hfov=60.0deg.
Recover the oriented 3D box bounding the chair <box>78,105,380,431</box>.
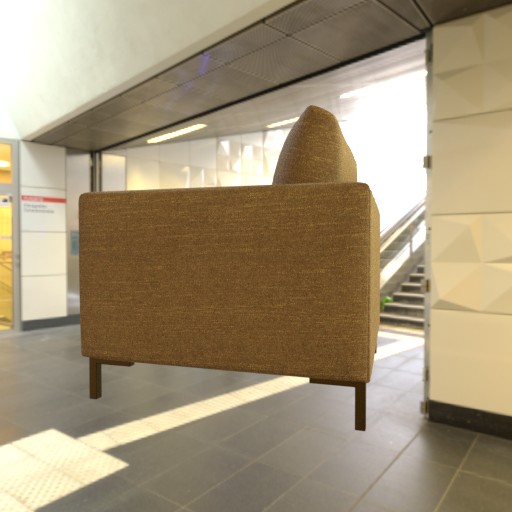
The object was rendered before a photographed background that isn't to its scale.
[{"bbox_3d":[0.000,0.000,1.604,0.845,0.841,0.940,0,1,17],"label":"chair"}]
